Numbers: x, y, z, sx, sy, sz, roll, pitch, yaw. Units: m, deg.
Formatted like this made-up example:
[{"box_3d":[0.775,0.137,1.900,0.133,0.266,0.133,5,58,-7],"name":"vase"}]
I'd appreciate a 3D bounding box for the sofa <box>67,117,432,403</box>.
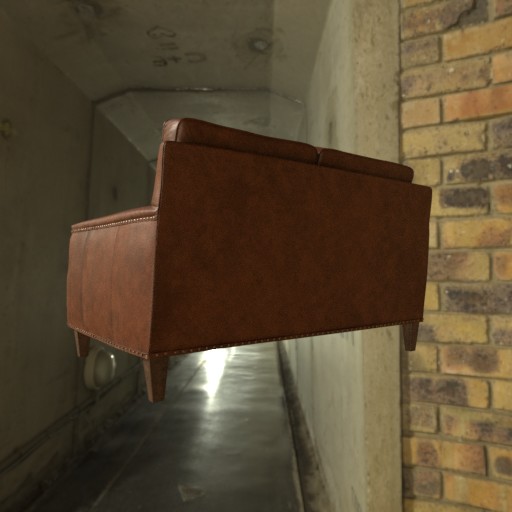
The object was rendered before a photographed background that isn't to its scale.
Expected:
[{"box_3d":[0.000,0.000,2.267,1.628,1.003,1.083,1,-1,-36],"name":"sofa"}]
